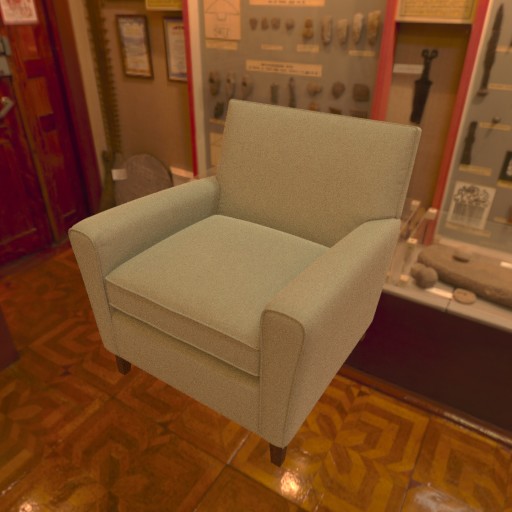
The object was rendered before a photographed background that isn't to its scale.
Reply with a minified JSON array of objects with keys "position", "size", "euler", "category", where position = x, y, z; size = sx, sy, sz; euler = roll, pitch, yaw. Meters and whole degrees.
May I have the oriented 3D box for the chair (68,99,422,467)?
[{"position":[0.000,0.000,1.567],"size":[0.840,0.846,0.871],"euler":[19,36,28],"category":"chair"}]
